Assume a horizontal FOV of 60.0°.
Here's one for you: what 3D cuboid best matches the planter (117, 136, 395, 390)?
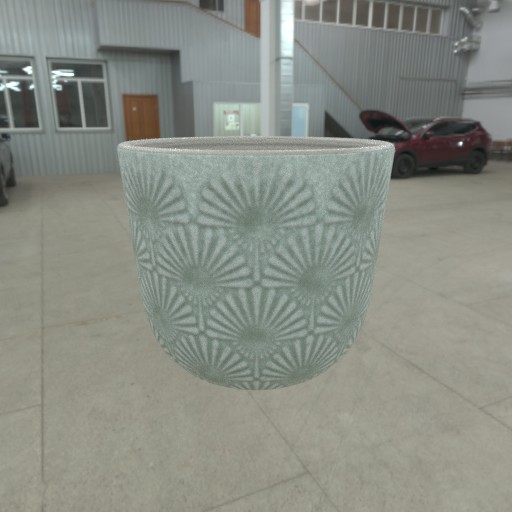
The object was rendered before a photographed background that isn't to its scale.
[{"bbox_3d":[0.000,0.000,0.304,0.170,0.152,0.170,0,17,0],"label":"planter"}]
